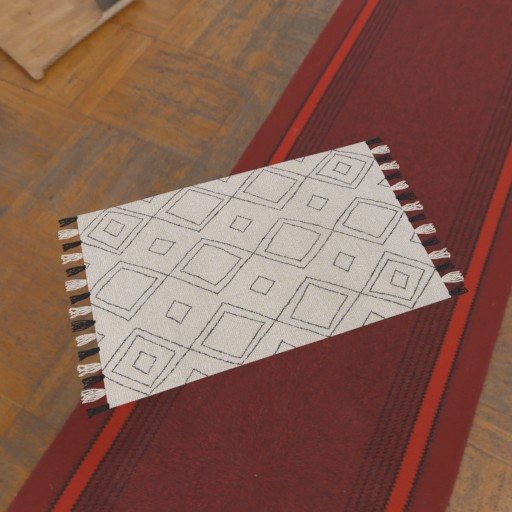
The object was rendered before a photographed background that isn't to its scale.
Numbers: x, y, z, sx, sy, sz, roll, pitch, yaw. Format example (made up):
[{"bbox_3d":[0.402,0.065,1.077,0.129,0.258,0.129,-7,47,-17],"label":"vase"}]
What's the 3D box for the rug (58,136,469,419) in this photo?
[{"bbox_3d":[0.000,0.000,3.283,2.755,0.021,1.524,-16,65,-8],"label":"rug"}]
